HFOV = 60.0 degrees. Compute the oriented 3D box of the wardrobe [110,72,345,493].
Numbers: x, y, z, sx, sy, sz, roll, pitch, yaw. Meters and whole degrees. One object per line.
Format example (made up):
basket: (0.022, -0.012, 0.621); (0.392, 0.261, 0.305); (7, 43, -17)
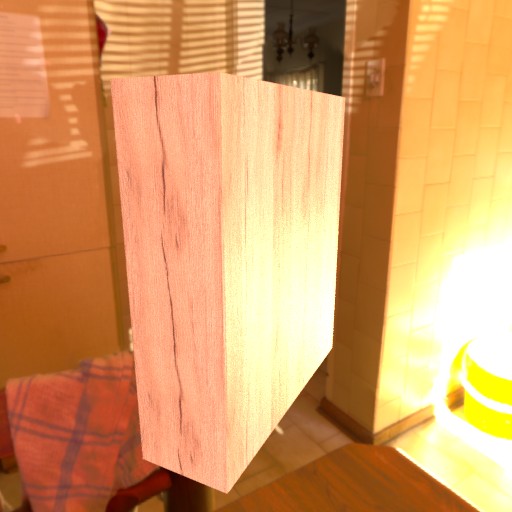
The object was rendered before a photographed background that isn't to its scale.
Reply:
wardrobe: (0.000, 0.000, 2.949); (0.580, 2.070, 1.810); (8, 18, 26)
